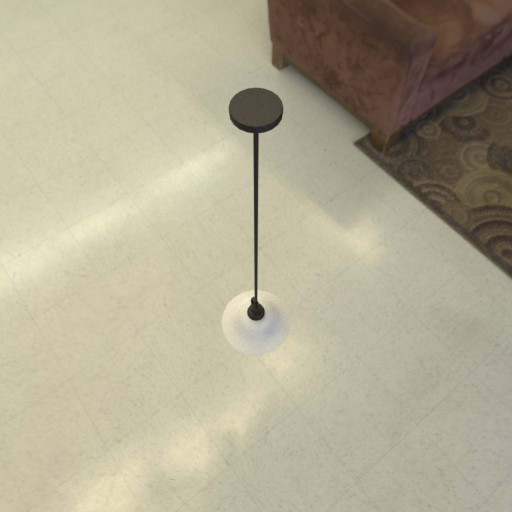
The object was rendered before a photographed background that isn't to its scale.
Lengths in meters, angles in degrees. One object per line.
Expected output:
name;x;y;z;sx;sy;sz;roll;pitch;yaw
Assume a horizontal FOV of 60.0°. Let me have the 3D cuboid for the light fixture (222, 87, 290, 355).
light fixture;0.000;0.000;1.516;0.324;1.337;0.324;-32;67;-16
